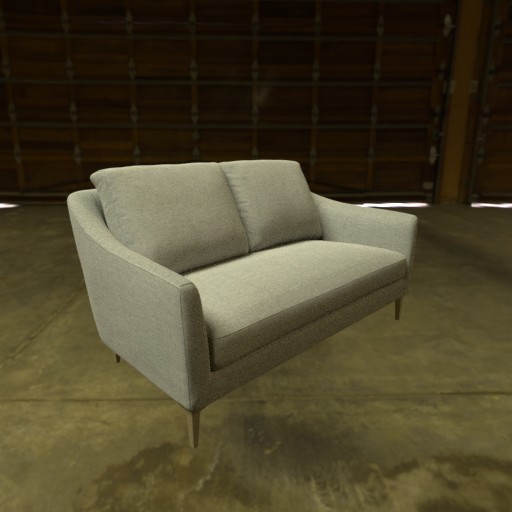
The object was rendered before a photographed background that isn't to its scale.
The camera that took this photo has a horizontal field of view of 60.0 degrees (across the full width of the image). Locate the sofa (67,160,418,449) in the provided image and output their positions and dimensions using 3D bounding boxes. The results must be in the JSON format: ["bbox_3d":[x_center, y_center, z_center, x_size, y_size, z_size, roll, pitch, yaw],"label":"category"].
[{"bbox_3d":[0.000,0.000,2.203,0.960,0.904,1.619,14,21,42],"label":"sofa"}]
